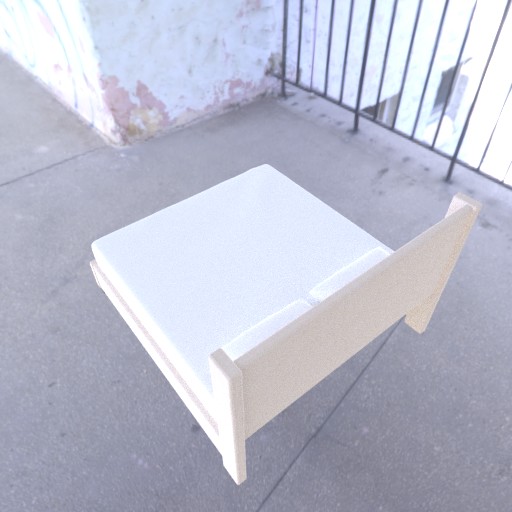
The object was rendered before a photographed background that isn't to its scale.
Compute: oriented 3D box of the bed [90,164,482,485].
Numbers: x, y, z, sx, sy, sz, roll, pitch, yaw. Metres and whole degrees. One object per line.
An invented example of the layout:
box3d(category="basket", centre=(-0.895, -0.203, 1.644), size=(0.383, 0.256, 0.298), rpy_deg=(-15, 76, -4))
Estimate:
box3d(category="bed", centre=(0.000, 0.000, 3.703), size=(2.145, 1.471, 2.293), rpy_deg=(-29, 52, -26))
